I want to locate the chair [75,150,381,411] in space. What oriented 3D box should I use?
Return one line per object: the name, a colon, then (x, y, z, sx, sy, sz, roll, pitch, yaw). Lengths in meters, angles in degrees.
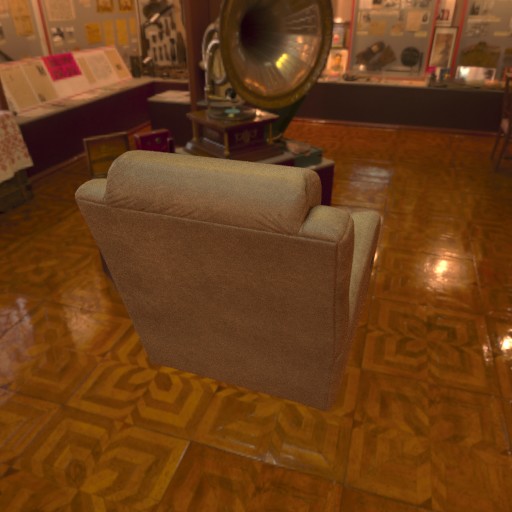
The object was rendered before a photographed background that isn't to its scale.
chair: (0.000, 0.000, 1.928, 0.965, 1.116, 1.068, 10, 33, 17)
